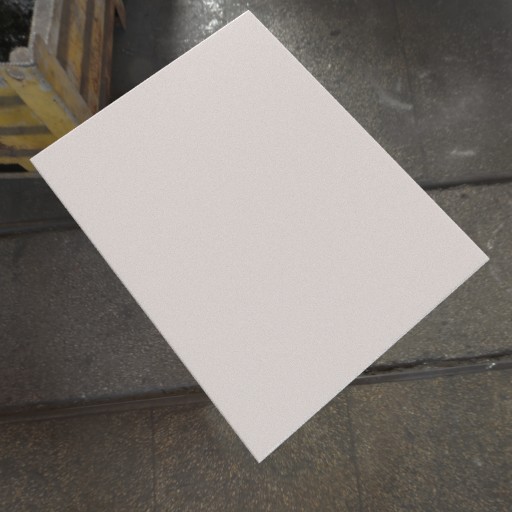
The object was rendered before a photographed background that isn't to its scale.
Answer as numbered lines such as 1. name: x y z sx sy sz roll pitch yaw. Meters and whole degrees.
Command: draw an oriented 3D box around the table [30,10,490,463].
1. table: 0.000 0.000 0.982 0.451 0.646 0.564 -38 79 -9
